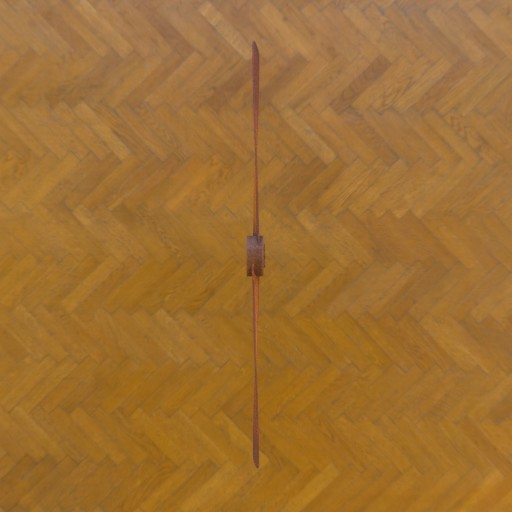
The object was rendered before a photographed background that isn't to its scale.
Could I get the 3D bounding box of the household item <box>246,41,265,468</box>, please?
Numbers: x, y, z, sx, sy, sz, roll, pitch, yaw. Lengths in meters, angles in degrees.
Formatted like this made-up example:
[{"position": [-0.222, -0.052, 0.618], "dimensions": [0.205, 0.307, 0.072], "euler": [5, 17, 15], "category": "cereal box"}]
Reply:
[{"position": [0.000, 0.000, 1.244], "dimensions": [0.051, 0.121, 1.181], "euler": [0, 91, 1], "category": "household item"}]
